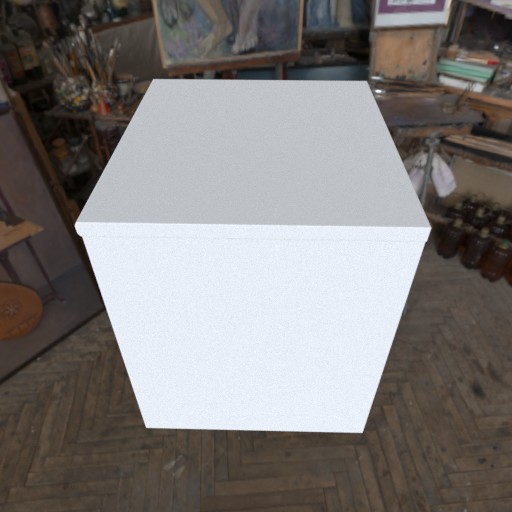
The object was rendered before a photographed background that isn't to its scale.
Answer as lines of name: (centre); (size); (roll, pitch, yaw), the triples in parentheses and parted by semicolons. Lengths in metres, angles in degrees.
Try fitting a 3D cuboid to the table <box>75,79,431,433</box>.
table: (0.000, 0.000, 0.779); (0.380, 0.460, 0.420); (1, 42, 1)
